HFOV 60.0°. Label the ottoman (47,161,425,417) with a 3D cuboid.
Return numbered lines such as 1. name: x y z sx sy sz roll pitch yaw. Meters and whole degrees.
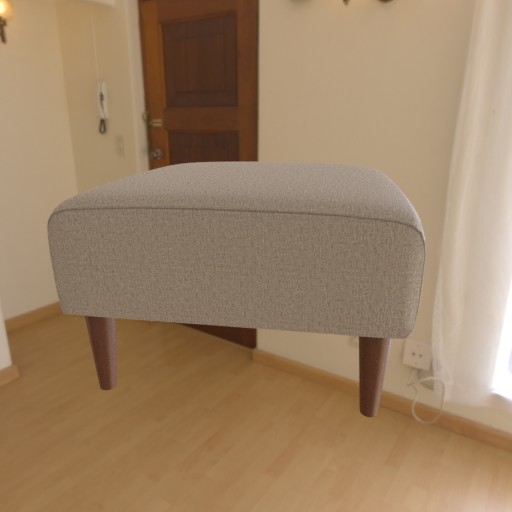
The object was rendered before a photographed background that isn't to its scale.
1. ottoman: 0.000 0.000 1.046 0.648 0.399 0.655 3 18 9
